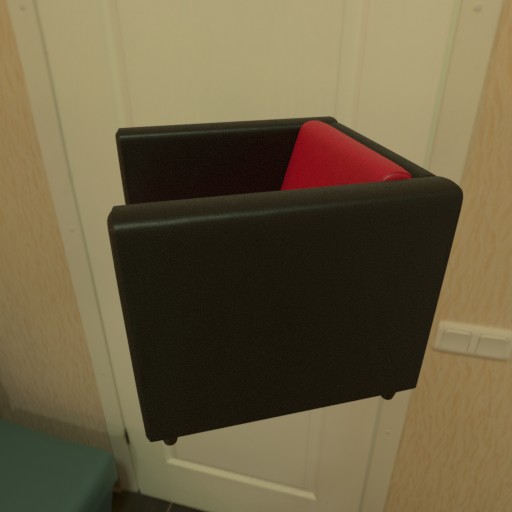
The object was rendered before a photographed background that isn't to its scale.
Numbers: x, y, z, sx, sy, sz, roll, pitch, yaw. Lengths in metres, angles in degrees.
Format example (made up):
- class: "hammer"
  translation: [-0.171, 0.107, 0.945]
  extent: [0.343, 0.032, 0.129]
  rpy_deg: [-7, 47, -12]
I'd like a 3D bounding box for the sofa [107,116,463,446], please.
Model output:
- class: "sofa"
  translation: [0.000, 0.000, 1.451]
  extent: [0.809, 0.724, 0.839]
  rpy_deg: [-7, 30, -12]
